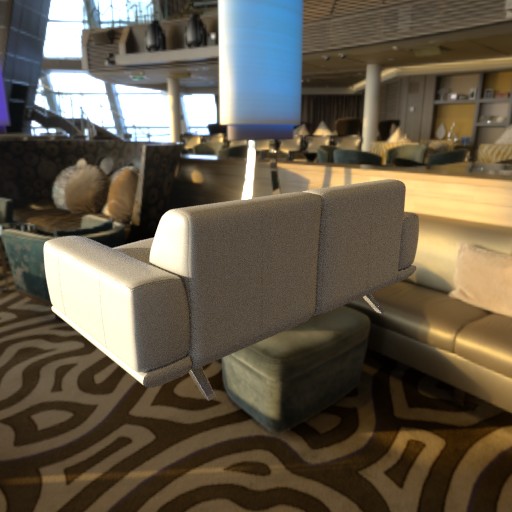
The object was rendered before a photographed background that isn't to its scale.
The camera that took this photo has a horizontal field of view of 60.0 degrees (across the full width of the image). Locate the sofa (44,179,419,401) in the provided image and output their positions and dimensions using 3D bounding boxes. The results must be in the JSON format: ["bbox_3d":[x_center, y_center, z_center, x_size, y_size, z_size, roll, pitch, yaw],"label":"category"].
[{"bbox_3d":[0.000,0.000,2.380,1.901,0.772,0.900,-14,22,-41],"label":"sofa"}]
